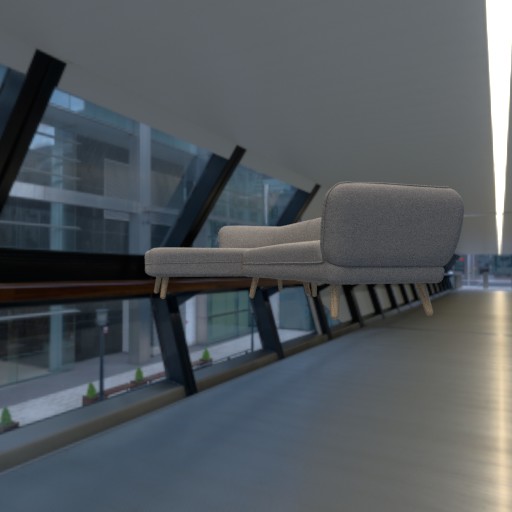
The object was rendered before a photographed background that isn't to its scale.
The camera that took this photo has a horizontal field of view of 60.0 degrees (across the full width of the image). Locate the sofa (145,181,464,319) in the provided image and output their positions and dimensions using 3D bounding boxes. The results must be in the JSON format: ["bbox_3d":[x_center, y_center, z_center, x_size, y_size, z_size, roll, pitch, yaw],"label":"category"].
[{"bbox_3d":[0.000,0.000,3.370,1.532,0.693,2.653,0,-1,-17],"label":"sofa"}]
